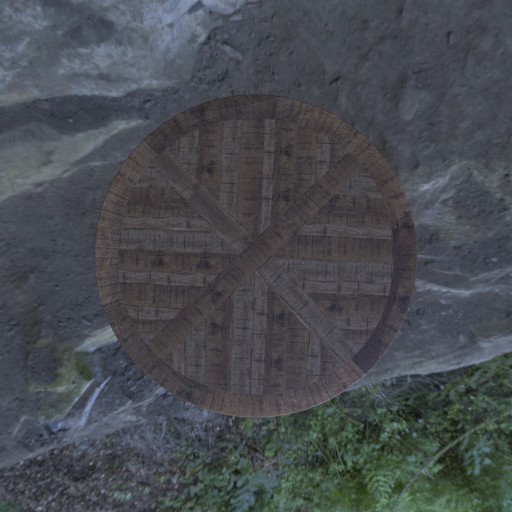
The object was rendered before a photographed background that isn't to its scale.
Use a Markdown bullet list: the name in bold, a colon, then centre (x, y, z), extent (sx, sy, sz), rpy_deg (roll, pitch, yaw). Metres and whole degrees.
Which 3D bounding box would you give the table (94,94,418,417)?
- **table**: centre (0.000, 0.000, 1.987), extent (1.264, 0.516, 1.264), rpy_deg (0, 89, 0)
